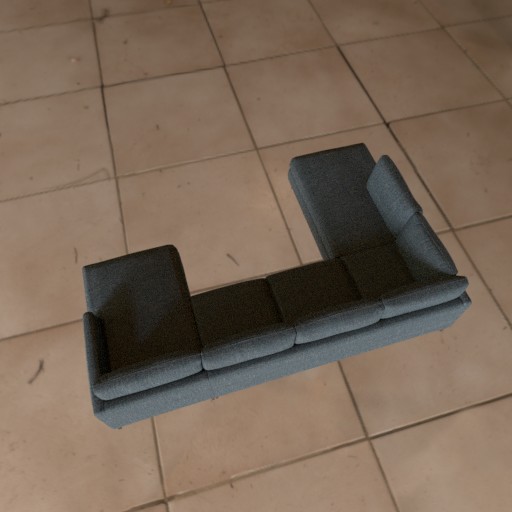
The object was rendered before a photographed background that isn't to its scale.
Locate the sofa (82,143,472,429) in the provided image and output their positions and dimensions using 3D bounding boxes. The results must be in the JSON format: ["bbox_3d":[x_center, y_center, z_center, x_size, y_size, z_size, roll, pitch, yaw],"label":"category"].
[{"bbox_3d":[0.000,0.000,3.579,2.737,0.753,1.879,-14,59,-9],"label":"sofa"}]
